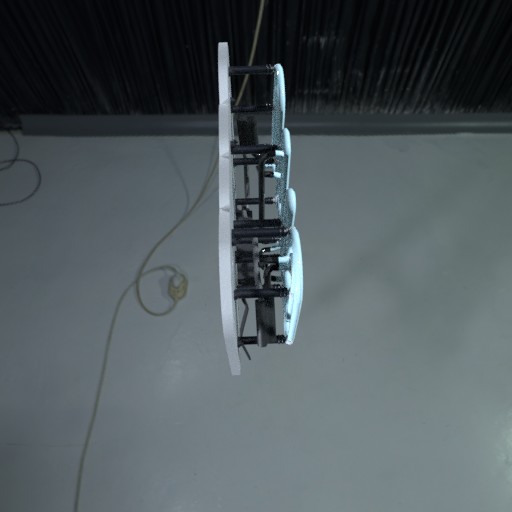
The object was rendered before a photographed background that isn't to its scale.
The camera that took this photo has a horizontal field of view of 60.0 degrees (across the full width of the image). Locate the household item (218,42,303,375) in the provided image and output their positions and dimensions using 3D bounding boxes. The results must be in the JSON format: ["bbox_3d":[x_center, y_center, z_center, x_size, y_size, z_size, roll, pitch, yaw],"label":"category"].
[{"bbox_3d":[0.000,0.000,0.381,0.042,0.294,0.211,-2,63,-1],"label":"household item"}]
